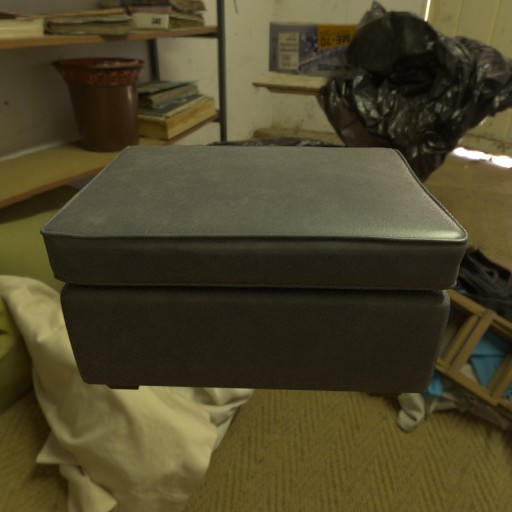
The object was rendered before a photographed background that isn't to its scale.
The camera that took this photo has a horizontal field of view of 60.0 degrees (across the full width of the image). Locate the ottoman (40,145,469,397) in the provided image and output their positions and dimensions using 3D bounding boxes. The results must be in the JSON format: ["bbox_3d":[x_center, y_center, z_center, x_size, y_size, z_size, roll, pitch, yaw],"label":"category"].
[{"bbox_3d":[0.000,0.000,1.073,0.756,0.445,0.554,1,30,2],"label":"ottoman"}]
